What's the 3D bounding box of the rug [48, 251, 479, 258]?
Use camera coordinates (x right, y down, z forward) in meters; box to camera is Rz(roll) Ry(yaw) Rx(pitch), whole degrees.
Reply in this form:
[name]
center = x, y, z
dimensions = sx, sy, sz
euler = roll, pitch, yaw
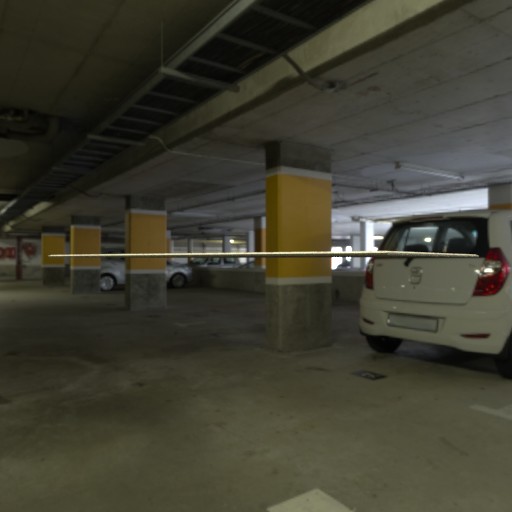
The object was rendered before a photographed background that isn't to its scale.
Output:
[rug]
center = 0.000, 0.000, 3.380
dimensions = 2.746, 0.018, 1.819
euler = 0, -1, 37
